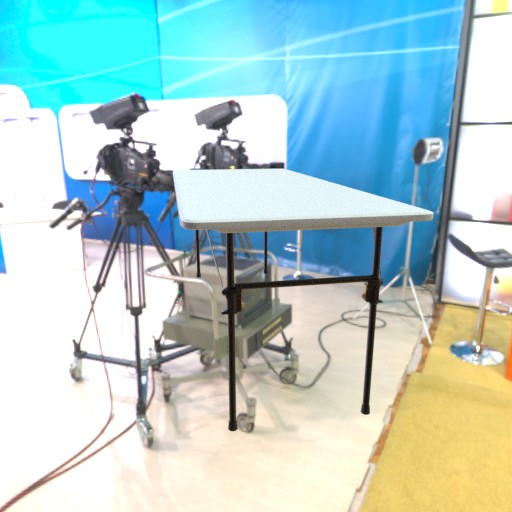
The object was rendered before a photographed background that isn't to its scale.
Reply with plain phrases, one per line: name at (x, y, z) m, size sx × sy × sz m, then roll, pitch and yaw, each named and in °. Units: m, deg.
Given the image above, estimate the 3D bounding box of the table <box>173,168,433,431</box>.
table at (0.000, 0.000, 2.207) m, size 0.761 × 0.719 × 1.829 m, roll -3°, pitch 16°, yaw -11°
